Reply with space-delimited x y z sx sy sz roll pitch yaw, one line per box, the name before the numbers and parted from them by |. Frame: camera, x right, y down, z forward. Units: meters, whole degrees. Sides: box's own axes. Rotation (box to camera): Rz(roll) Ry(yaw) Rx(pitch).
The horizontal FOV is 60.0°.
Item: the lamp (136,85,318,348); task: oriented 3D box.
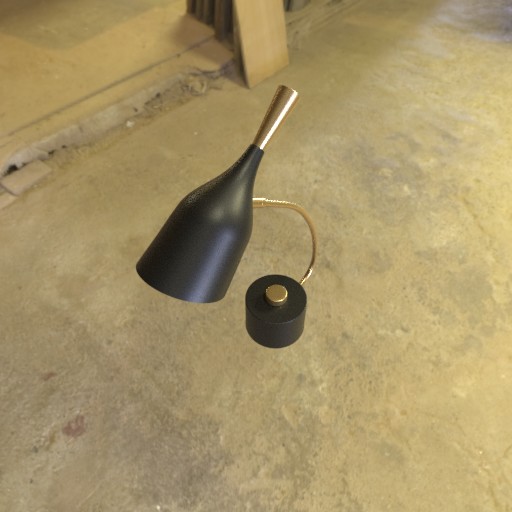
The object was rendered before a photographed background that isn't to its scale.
lamp | 0.000 0.000 0.629 0.110 0.464 0.352 31 55 25
